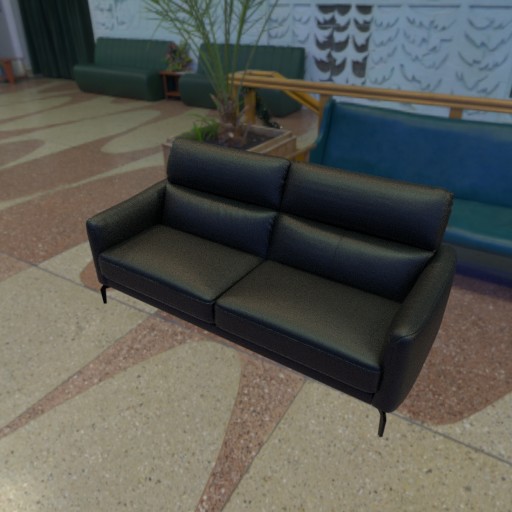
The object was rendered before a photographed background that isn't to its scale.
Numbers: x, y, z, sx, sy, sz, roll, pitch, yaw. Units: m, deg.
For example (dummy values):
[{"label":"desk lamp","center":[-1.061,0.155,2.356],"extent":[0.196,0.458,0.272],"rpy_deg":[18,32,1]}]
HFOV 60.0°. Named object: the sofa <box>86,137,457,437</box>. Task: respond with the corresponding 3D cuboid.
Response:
[{"label":"sofa","center":[0.000,0.000,2.574],"extent":[2.069,0.957,0.856],"rpy_deg":[18,34,28]}]
